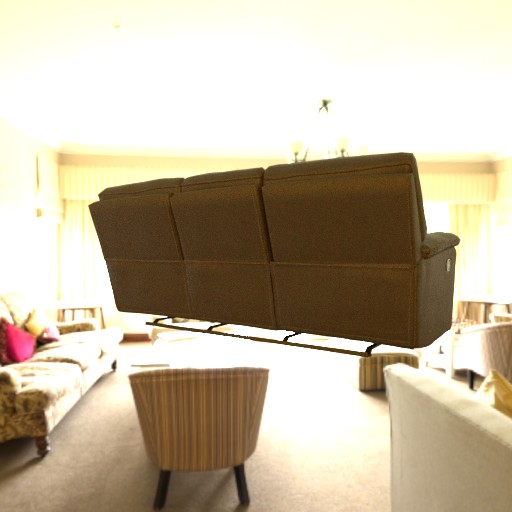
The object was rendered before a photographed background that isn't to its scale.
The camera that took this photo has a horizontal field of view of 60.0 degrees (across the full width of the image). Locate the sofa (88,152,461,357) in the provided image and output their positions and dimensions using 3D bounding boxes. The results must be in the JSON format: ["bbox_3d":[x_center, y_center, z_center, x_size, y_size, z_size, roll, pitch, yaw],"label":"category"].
[{"bbox_3d":[0.000,0.000,3.256,2.627,1.134,1.104,1,1,35],"label":"sofa"}]
